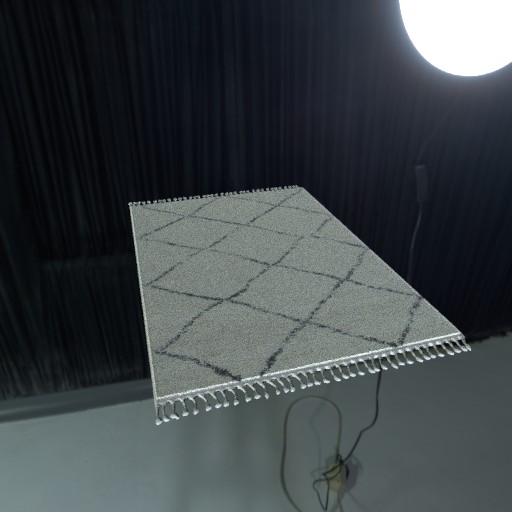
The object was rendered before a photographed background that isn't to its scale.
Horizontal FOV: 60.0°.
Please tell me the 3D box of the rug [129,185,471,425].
[{"bbox_3d":[0.000,0.000,2.860,1.494,0.031,2.307,-8,30,-14],"label":"rug"}]
